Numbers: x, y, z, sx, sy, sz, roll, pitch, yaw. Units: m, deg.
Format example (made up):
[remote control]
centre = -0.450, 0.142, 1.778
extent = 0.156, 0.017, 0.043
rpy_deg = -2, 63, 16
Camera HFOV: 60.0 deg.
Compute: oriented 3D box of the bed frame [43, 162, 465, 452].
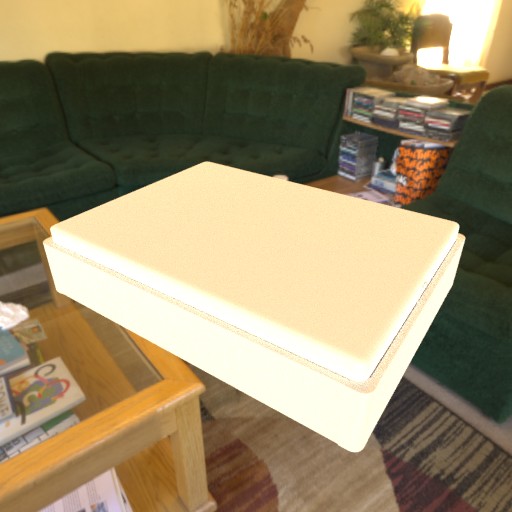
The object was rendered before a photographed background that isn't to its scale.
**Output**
[bed frame]
centre = 0.000, 0.000, 2.504
extent = 1.900, 0.406, 1.400
rpy_deg = 20, 36, 29
